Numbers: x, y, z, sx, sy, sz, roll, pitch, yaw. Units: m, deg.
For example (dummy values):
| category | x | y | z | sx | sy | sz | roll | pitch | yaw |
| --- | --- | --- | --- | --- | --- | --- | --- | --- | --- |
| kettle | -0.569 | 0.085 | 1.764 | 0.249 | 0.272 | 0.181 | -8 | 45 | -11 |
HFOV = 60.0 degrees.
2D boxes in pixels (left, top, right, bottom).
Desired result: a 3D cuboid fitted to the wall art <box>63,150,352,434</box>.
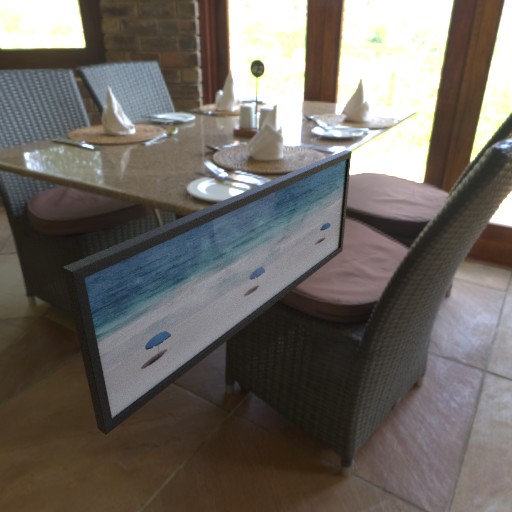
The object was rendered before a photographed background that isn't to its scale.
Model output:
| category | x | y | z | sx | sy | sz | roll | pitch | yaw |
| --- | --- | --- | --- | --- | --- | --- | --- | --- | --- |
| wall art | 0.000 | 0.000 | 1.781 | 0.041 | 0.554 | 1.572 | 18 | 32 | 32 |
